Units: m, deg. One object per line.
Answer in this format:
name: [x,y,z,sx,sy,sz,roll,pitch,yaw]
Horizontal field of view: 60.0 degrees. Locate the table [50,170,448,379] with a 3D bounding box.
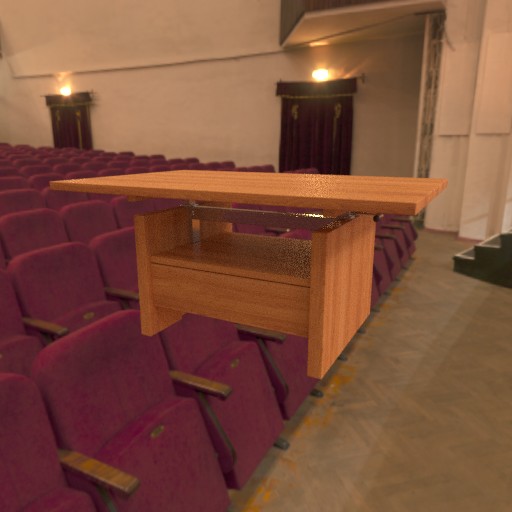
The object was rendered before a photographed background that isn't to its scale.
table: [0.000,0.000,1.508,1.100,0.510,0.700,7,16,27]
